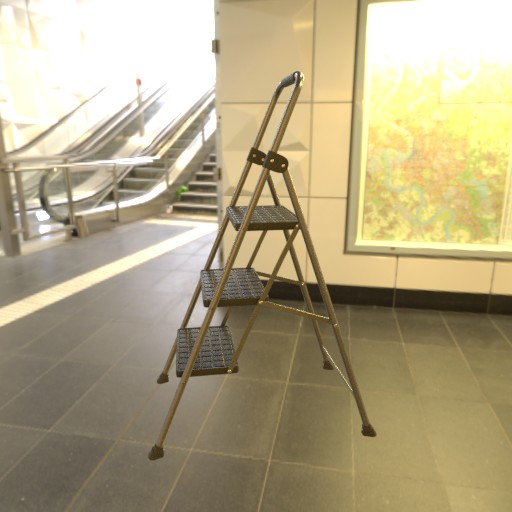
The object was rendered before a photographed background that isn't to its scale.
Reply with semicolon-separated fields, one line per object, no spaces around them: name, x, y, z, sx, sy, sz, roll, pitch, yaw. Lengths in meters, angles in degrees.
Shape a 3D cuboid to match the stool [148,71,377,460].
stool;0.000;0.000;1.465;0.733;1.121;0.473;-2;15;-8
